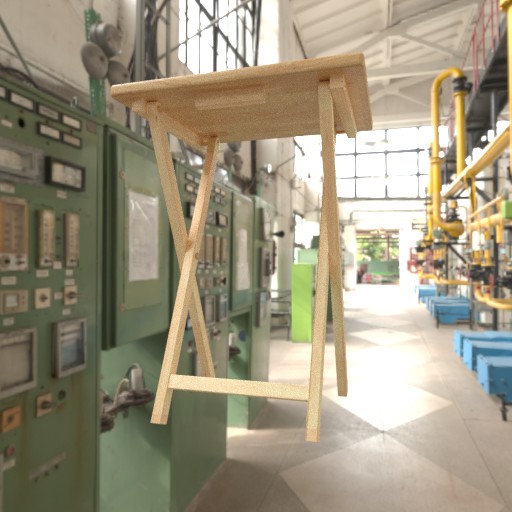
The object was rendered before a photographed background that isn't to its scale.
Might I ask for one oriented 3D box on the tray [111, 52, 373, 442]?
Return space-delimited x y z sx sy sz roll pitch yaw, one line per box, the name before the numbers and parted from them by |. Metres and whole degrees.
tray | 0.000 0.000 0.967 0.483 0.660 0.381 0 -1 17
